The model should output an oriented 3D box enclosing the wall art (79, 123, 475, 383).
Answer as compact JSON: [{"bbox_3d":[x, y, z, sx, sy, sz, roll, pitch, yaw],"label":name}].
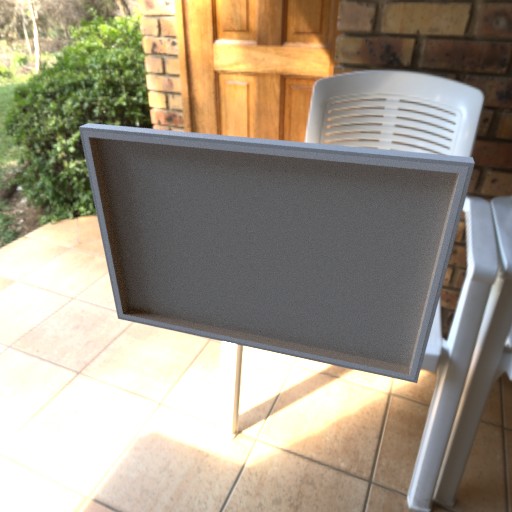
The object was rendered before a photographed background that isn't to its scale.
[{"bbox_3d":[0.000,0.000,1.163,0.915,0.610,0.038,9,32,15],"label":"wall art"}]
